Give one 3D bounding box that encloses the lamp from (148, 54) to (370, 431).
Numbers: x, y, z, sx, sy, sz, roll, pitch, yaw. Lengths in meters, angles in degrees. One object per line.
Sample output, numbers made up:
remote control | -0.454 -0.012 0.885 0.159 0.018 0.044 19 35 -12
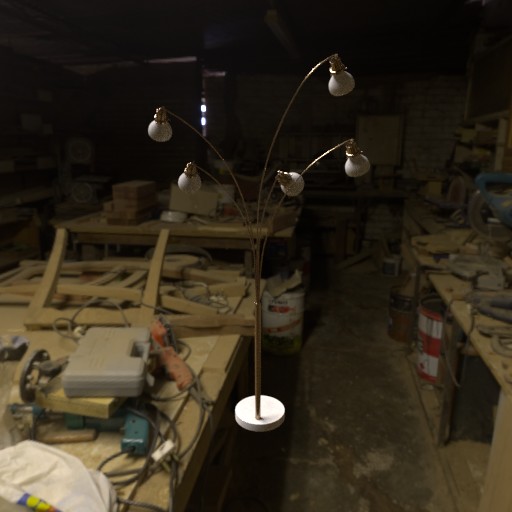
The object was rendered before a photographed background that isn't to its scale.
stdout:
lamp | 0.000 0.000 2.947 1.405 2.423 0.361 3 15 10
